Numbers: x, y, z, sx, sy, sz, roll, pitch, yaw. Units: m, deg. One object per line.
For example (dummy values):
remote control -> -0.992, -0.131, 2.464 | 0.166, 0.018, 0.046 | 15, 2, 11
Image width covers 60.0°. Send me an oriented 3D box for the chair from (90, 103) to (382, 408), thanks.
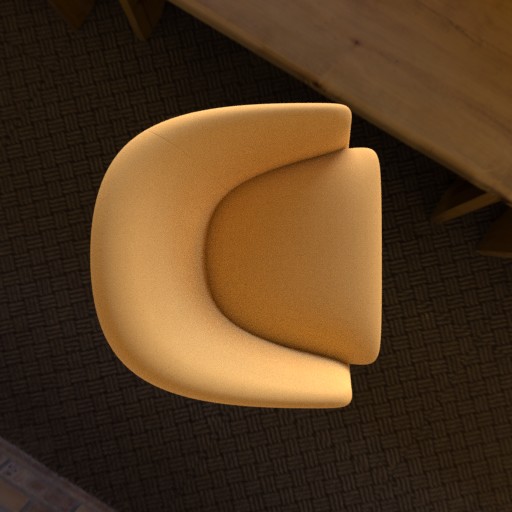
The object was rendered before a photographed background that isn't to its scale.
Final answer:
chair -> 0.000, 0.000, 1.348 | 0.767, 0.698, 0.773 | 0, 90, 1
